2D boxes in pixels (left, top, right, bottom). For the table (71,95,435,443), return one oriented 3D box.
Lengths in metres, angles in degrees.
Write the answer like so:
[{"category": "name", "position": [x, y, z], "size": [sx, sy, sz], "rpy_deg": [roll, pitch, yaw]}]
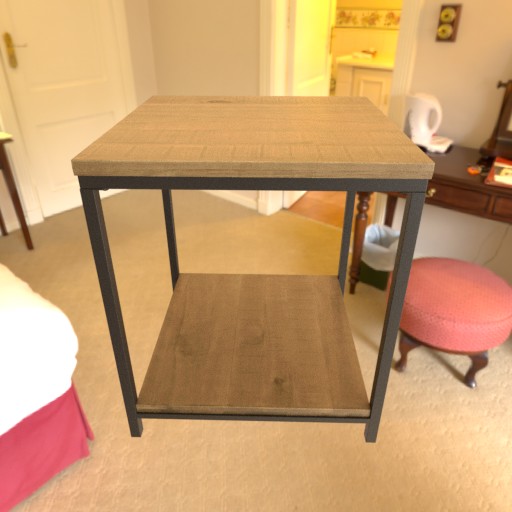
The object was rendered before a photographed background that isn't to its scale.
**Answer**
[{"category": "table", "position": [0.000, 0.000, 0.981], "size": [0.507, 0.589, 0.503], "rpy_deg": [1, 30, 1]}]
